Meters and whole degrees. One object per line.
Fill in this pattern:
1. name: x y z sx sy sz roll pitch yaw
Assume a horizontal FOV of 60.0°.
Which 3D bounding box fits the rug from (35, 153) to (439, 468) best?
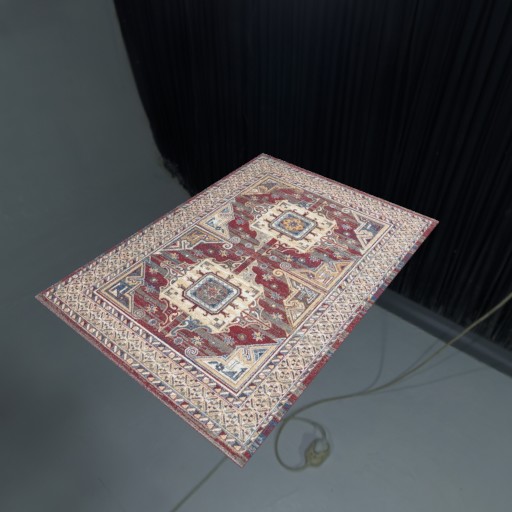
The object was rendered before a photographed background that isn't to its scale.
1. rug: 0.000 0.000 2.907 1.599 0.011 2.210 28 49 28
